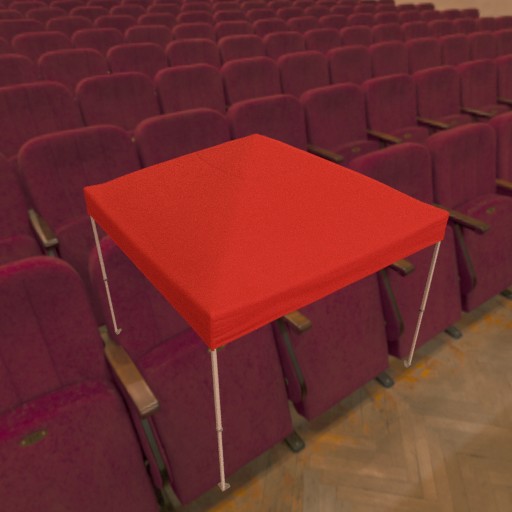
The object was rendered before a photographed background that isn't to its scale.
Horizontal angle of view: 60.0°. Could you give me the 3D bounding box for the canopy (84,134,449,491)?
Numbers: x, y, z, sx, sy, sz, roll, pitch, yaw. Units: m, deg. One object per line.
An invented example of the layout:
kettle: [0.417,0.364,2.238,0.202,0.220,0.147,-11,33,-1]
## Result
canopy: [0.000,0.000,5.415,2.998,2.997,2.996,-21,37,-30]
